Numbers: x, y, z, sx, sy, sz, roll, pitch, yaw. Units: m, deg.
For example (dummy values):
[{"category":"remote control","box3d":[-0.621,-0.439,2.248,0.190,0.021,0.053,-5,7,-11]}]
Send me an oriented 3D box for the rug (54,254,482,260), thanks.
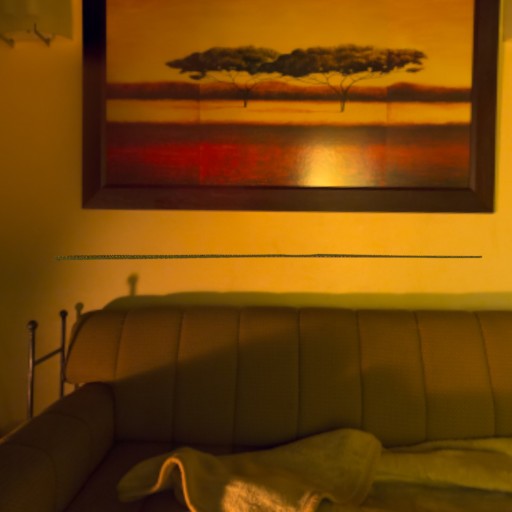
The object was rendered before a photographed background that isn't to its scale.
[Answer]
[{"category":"rug","box3d":[0.000,0.000,2.252,1.777,0.021,1.145,0,0,-18]}]
